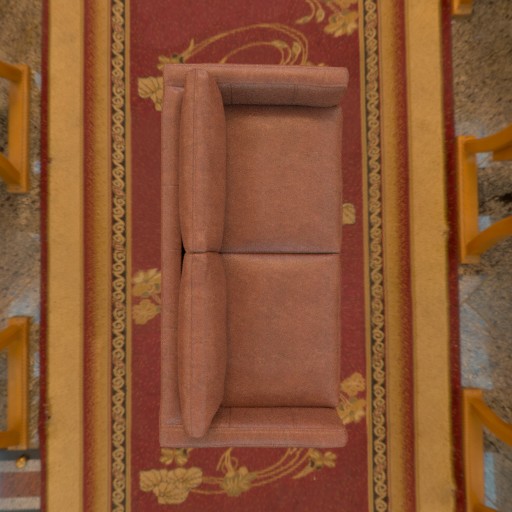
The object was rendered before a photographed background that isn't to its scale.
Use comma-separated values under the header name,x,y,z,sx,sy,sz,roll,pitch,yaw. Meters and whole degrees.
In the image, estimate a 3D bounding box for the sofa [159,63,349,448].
name,x,y,z,sx,sy,sz,roll,pitch,yaw
sofa,0.000,0.000,2.266,0.899,0.883,1.797,0,89,-1
